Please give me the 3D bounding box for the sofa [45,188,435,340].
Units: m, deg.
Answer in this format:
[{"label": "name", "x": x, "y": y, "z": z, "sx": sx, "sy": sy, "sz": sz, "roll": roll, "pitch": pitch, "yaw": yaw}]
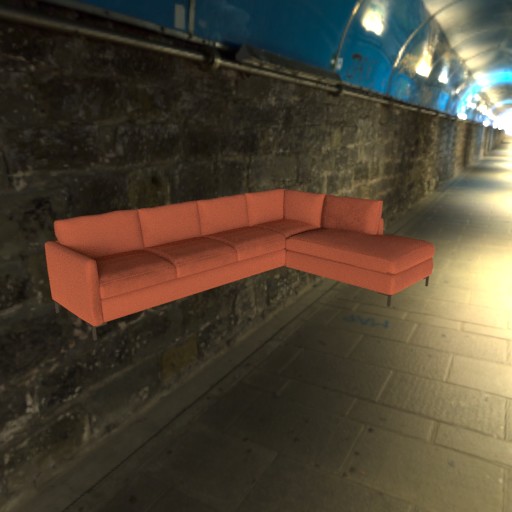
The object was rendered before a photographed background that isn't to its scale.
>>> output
[{"label": "sofa", "x": 0.000, "y": 0.000, "z": 3.681, "sx": 1.879, "sy": 0.757, "sz": 2.736, "roll": 15, "pitch": 22, "yaw": 43}]
